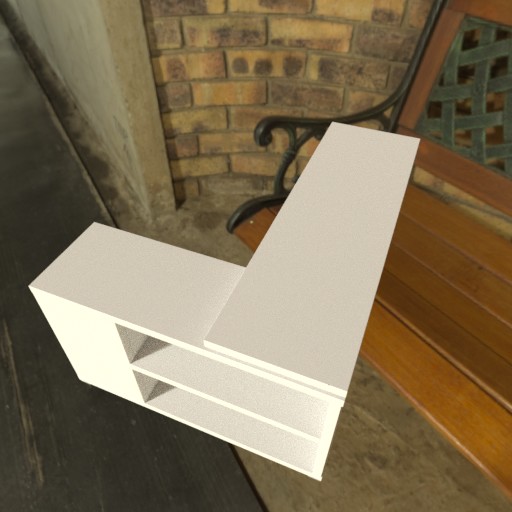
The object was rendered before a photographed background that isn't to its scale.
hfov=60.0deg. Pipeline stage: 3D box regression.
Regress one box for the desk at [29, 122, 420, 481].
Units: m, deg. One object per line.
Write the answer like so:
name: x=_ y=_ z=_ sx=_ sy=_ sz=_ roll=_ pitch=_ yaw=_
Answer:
desk: x=0.000 y=0.000 z=2.205 sx=1.200 sy=0.753 sz=1.524 roll=16 pitch=47 yaw=16
